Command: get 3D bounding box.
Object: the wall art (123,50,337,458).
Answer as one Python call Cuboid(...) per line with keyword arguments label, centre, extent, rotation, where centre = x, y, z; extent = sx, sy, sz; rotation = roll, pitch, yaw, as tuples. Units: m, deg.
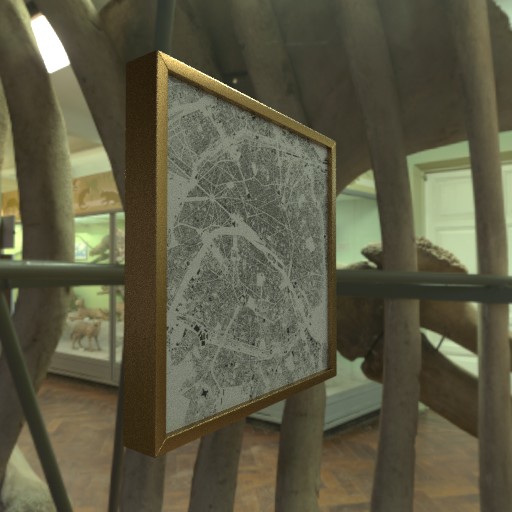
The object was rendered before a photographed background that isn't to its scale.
Cuboid(label="wall art", centre=(0.000, 0.000, 0.464), extent=(0.037, 0.305, 0.305), rotation=(-1, -2, 36))
